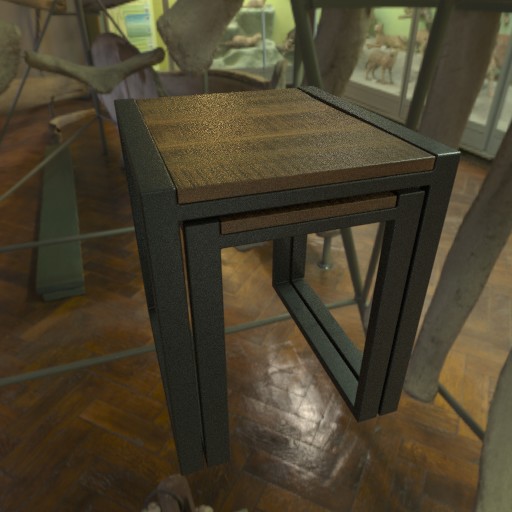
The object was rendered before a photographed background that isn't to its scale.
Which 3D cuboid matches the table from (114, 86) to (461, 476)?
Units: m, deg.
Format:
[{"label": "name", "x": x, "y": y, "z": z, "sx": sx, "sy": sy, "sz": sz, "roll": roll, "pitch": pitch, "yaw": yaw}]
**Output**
[{"label": "table", "x": 0.000, "y": 0.000, "z": 0.912, "sx": 0.449, "sy": 0.550, "sz": 0.500, "roll": -10, "pitch": 33, "yaw": -16}]
